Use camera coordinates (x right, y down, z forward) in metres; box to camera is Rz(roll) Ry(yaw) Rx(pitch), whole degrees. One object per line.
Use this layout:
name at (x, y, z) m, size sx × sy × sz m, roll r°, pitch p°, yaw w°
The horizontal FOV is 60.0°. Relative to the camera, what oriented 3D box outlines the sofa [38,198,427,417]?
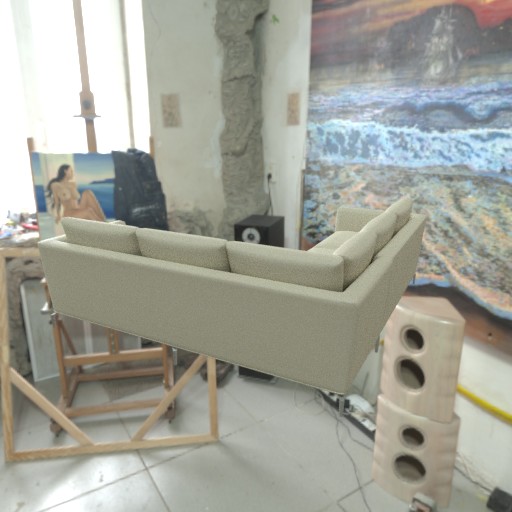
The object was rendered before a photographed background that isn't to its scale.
sofa at (0.000, 0.000, 3.839) m, size 2.448 × 0.867 × 2.430 m, roll 9°, pitch 19°, yaw 27°
